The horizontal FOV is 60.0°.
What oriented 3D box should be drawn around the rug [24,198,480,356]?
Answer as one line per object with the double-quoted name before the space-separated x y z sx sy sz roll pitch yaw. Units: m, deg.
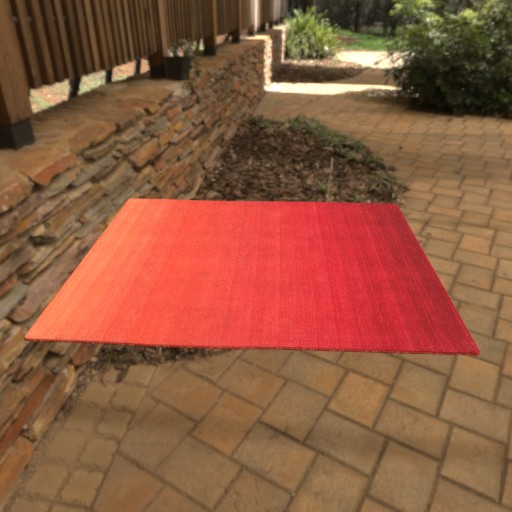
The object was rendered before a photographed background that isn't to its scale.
"rug" 0.000 0.000 3.789 2.905 0.028 2.340 1 30 2
